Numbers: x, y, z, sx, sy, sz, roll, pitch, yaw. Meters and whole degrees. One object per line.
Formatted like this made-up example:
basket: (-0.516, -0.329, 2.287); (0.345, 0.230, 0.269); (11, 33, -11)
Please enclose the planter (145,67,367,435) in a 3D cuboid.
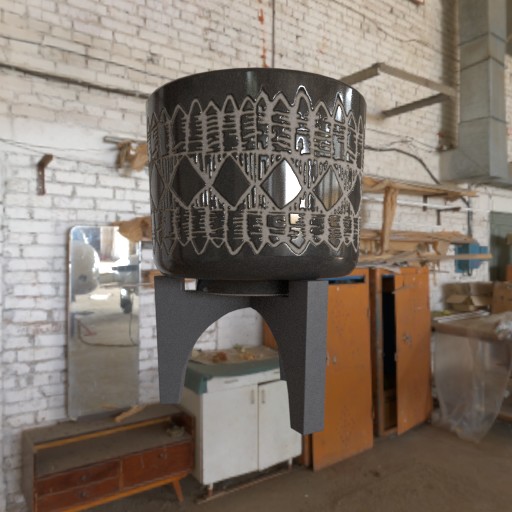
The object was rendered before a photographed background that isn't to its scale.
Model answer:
planter: (0.000, 0.000, 0.405); (0.196, 0.264, 0.196); (0, 0, 0)
